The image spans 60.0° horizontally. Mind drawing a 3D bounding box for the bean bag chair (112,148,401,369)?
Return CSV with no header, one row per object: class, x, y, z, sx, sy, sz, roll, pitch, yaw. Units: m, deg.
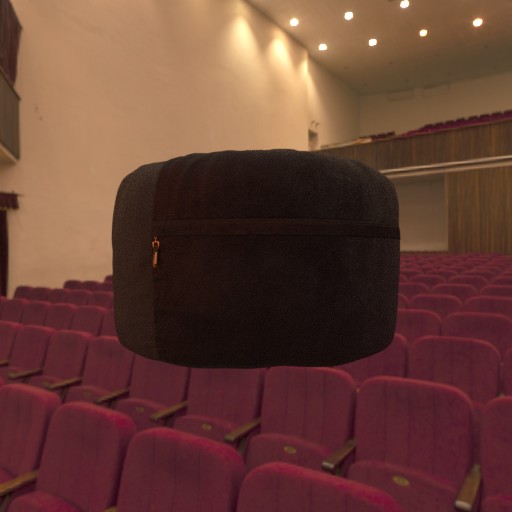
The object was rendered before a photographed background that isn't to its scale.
bean bag chair,0.000,0.000,1.958,1.219,0.762,1.219,0,0,0
